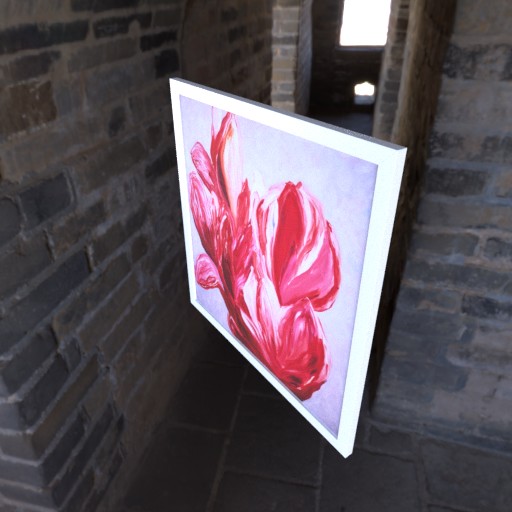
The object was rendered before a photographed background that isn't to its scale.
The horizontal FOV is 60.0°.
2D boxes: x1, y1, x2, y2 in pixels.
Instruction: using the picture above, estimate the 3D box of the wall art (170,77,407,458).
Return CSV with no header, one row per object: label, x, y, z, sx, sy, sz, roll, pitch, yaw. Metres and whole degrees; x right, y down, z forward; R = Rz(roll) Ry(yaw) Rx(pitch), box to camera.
wall art,0.000,0.000,0.993,0.020,0.661,0.664,-21,37,-30
